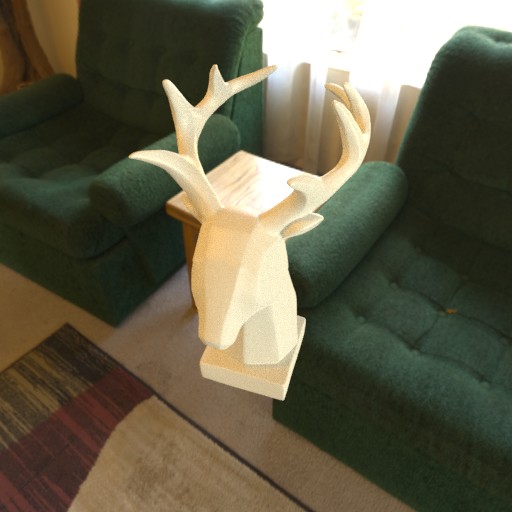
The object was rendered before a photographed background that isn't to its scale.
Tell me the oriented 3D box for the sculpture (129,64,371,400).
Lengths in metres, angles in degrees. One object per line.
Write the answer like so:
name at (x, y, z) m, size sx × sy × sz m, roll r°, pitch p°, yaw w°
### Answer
sculpture at (0.000, 0.000, 0.445) m, size 0.174 × 0.329 × 0.224 m, roll 12°, pitch 43°, yaw 13°
